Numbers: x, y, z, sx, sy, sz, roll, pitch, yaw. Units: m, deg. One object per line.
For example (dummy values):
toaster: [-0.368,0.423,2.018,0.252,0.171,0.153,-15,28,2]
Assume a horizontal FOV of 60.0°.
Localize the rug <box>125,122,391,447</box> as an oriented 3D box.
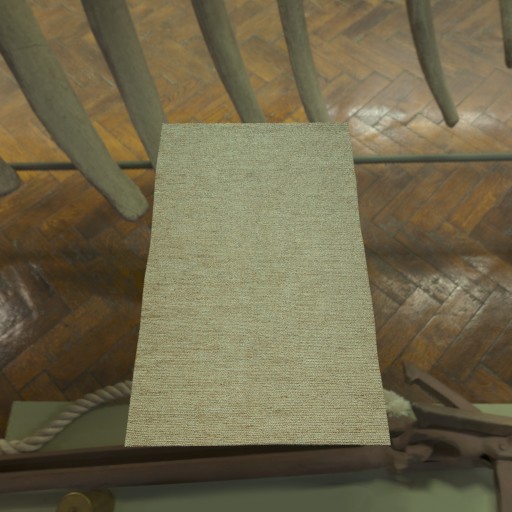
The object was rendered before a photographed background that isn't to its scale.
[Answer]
rug: [0.000,0.000,3.084,1.533,0.011,2.439,0,63,0]
